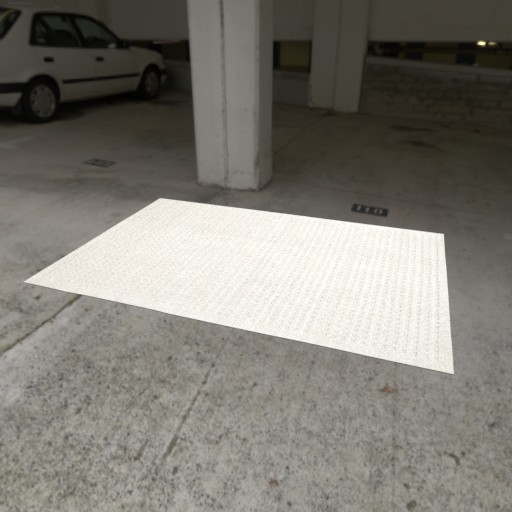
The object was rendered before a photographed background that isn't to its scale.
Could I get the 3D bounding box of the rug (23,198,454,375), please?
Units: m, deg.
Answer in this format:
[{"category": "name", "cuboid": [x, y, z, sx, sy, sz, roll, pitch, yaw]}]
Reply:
[{"category": "rug", "cuboid": [0.000, 0.000, 2.832, 2.289, 0.006, 1.523, 9, 28, 17]}]
